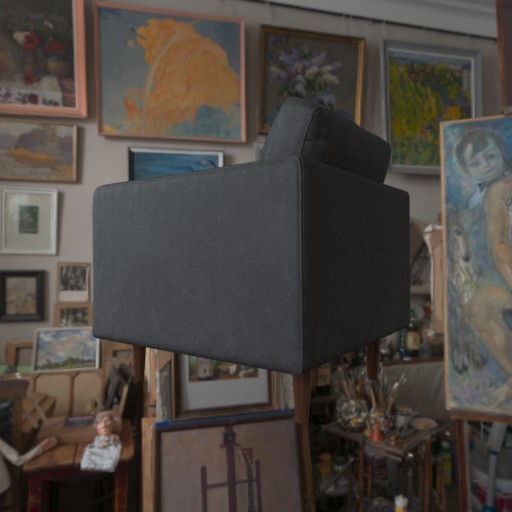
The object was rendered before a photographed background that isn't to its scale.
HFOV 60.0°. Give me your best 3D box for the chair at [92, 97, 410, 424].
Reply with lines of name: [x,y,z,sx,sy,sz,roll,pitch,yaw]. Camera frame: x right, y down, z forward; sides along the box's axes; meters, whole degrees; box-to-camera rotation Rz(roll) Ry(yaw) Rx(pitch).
chair: [0.000,0.000,1.612,0.879,0.898,0.831,1,1,36]
